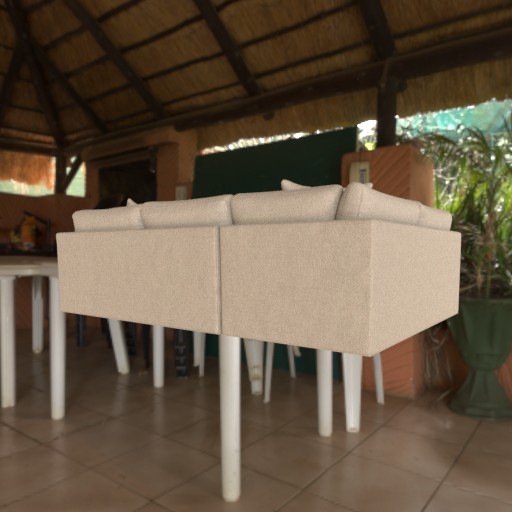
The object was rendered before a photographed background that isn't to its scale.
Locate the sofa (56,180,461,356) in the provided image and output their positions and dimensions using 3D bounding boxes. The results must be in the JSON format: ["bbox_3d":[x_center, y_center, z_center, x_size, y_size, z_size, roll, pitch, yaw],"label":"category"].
[{"bbox_3d":[0.000,0.000,3.826,2.896,0.978,1.994,0,1,36],"label":"sofa"}]
